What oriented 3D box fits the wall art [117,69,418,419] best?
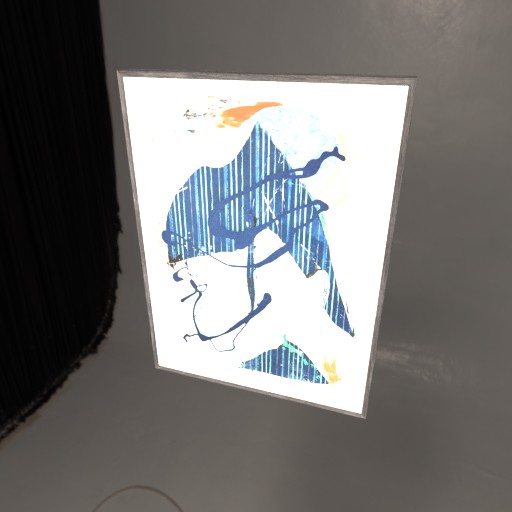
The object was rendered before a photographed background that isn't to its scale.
[{"bbox_3d":[0.000,0.000,1.327,0.762,1.016,0.063,9,28,16],"label":"wall art"}]
